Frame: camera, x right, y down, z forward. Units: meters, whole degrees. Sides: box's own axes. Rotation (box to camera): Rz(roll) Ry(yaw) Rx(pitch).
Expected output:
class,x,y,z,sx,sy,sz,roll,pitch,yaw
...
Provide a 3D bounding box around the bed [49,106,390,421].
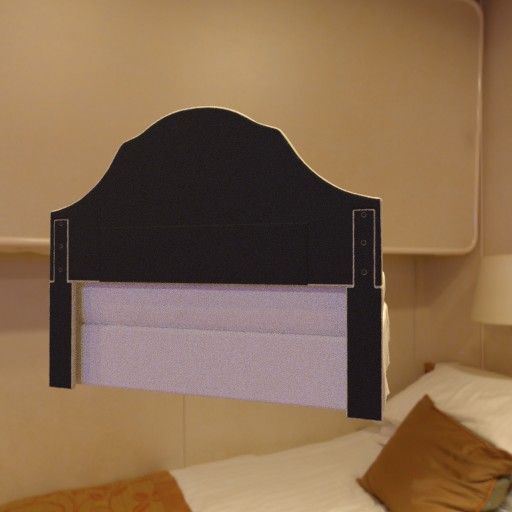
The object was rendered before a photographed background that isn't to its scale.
class,x,y,z,sx,sy,sz,roll,pitch,yaw
bed,0.000,0.000,3.468,2.008,1.615,2.214,0,-1,17
